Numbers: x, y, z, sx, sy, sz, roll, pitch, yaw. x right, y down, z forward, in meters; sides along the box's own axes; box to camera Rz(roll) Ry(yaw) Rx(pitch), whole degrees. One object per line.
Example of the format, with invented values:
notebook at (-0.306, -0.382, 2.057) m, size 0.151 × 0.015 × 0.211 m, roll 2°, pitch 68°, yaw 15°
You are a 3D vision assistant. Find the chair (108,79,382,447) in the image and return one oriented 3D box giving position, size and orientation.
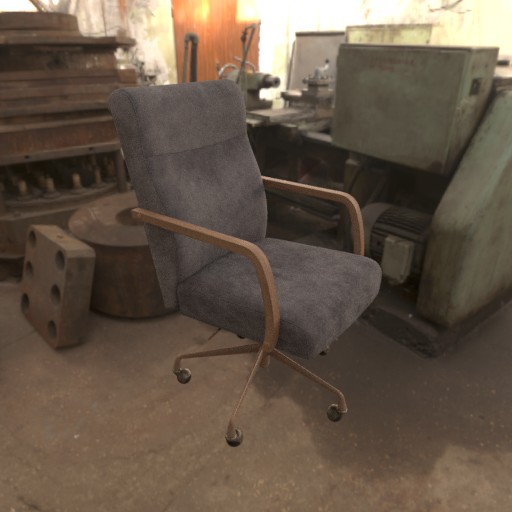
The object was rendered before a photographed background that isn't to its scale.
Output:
chair at (0.000, 0.000, 1.445) m, size 0.741 × 1.029 × 0.640 m, roll 18°, pitch 31°, yaw 33°
